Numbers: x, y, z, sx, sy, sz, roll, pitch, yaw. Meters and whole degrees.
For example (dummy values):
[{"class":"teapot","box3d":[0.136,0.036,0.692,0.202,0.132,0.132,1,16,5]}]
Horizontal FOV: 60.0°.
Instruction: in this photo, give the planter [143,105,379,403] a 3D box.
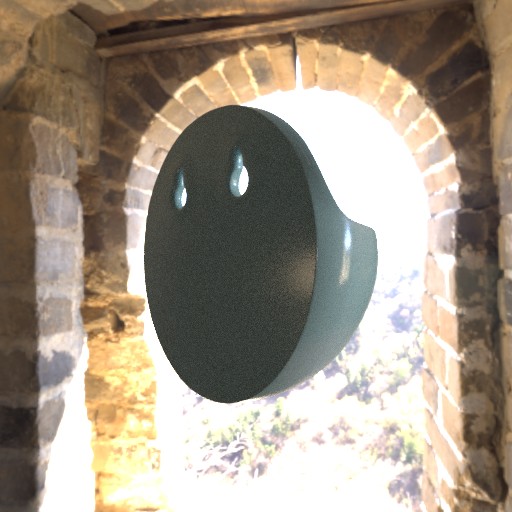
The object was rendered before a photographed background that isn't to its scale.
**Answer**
[{"class":"planter","box3d":[0.000,0.000,0.273,0.073,0.164,0.189,1,-2,-37]}]
